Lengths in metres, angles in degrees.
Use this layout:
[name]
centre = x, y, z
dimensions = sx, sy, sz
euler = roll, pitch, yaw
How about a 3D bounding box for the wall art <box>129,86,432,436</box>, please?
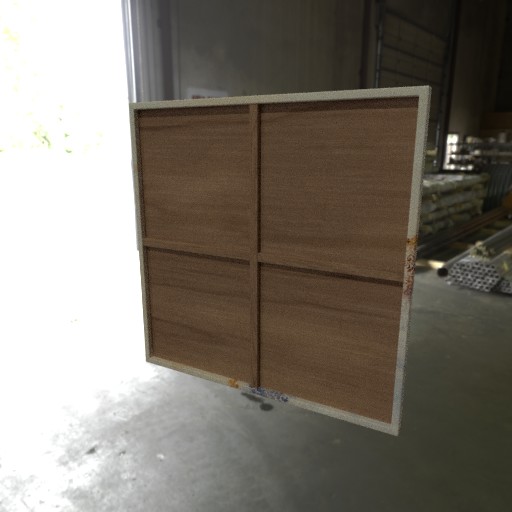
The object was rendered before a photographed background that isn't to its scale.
[wall art]
centre = 0.000, 0.000, 1.306
dimensions = 0.889, 0.889, 0.038
euler = 8, 16, 28
